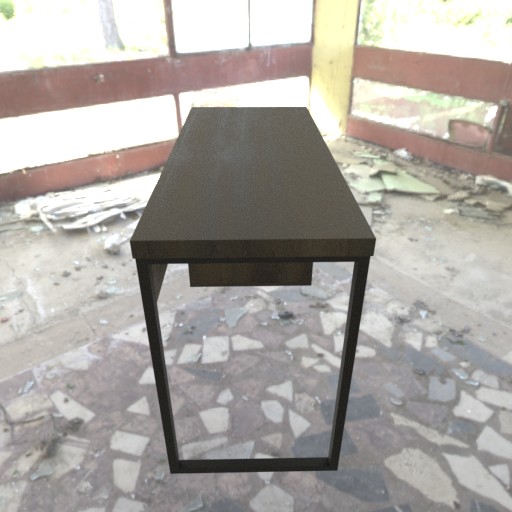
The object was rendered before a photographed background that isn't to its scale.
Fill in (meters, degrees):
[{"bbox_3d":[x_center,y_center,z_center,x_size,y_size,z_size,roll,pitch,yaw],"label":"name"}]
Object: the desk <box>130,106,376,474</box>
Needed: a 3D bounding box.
[{"bbox_3d":[0.000,0.000,1.529,0.511,0.752,1.134,-1,31,-1],"label":"desk"}]
